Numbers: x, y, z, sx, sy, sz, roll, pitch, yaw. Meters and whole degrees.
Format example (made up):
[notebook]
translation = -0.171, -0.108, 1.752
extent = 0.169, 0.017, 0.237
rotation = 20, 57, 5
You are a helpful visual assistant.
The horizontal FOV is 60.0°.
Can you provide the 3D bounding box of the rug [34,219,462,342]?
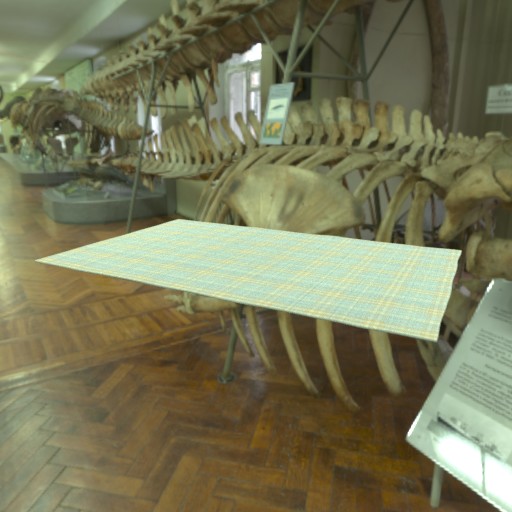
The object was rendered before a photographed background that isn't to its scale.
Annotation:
[rug]
translation = 0.000, 0.000, 2.993
extent = 2.460, 0.016, 1.545
rotation = 8, 18, 26
